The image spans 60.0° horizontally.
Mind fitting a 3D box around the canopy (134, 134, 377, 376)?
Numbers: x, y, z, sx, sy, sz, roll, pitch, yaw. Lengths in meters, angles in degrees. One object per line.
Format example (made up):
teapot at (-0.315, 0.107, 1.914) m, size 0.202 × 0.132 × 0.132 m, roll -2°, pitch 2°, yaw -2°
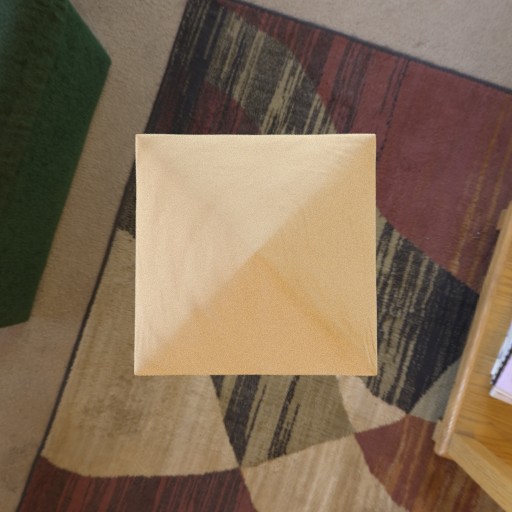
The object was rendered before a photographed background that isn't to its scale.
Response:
canopy at (0.000, 0.000, 6.580) m, size 3.599 × 3.600 × 3.600 m, roll 0°, pitch 89°, yaw 0°
